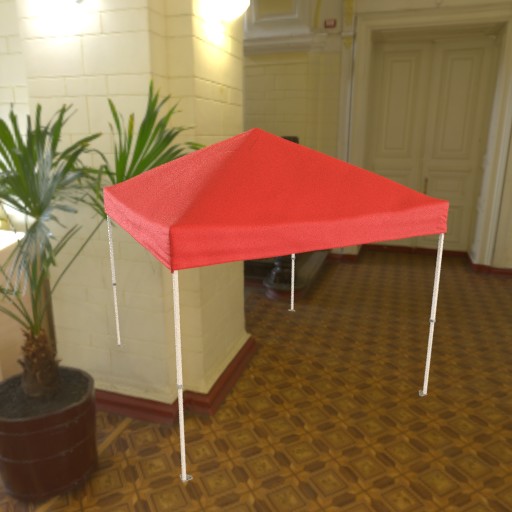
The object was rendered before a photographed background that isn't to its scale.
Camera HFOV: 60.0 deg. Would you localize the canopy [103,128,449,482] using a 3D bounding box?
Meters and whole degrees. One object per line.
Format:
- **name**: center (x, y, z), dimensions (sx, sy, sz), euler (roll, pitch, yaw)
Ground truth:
- **canopy**: center (0.000, 0.000, 5.387), dimensions (2.996, 2.997, 2.998), euler (-8, 17, -26)
